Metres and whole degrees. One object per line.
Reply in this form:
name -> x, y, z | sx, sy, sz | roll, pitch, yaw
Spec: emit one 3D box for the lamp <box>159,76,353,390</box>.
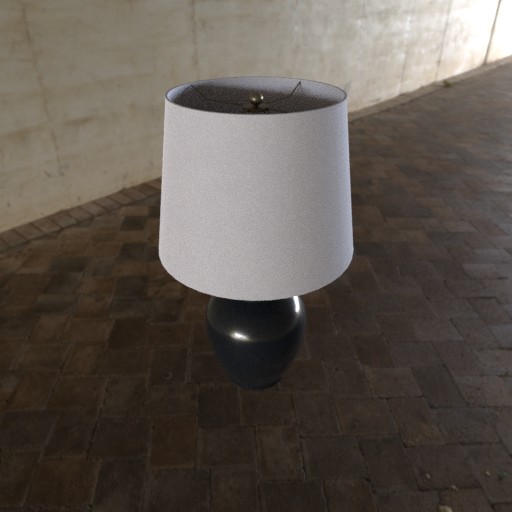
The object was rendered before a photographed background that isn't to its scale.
lamp -> 0.000, 0.000, 0.566 | 0.239, 0.399, 0.239 | 0, 31, 0
